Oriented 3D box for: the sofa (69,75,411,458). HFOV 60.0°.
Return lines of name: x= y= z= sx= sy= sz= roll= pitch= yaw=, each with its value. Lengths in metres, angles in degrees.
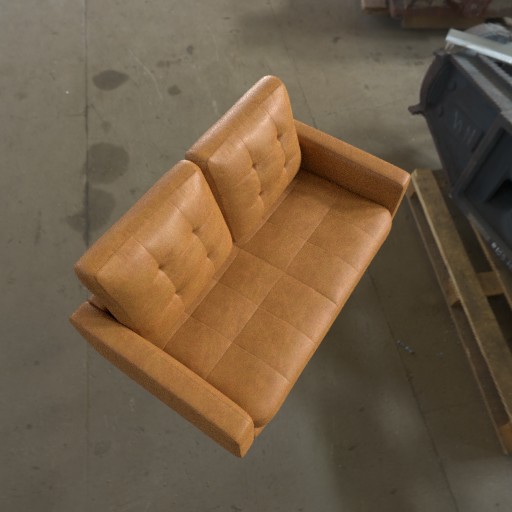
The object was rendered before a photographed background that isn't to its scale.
sofa: x=0.000 y=0.000 z=1.982 sx=0.868 sy=0.898 sz=1.430 roll=30 pitch=64 yaw=17
